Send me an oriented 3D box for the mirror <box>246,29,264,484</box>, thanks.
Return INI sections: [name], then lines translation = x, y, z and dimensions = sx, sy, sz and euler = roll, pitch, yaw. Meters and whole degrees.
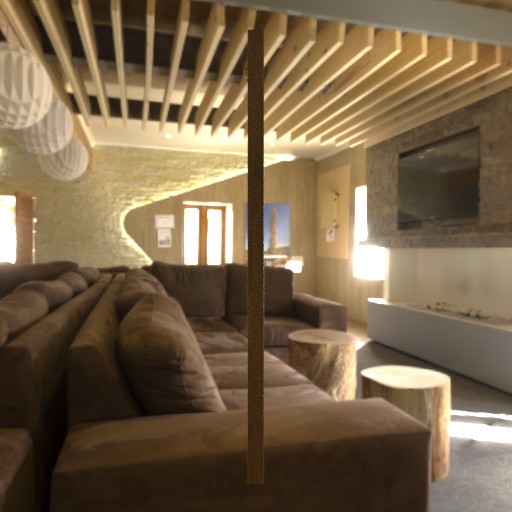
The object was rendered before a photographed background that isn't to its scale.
[mirror]
translation = 0.000, 0.000, 1.371
dimensions = 0.041, 1.016, 0.762
euler = 0, 1, 0
